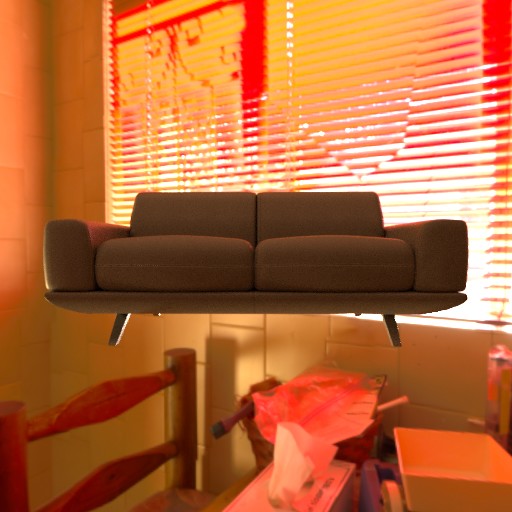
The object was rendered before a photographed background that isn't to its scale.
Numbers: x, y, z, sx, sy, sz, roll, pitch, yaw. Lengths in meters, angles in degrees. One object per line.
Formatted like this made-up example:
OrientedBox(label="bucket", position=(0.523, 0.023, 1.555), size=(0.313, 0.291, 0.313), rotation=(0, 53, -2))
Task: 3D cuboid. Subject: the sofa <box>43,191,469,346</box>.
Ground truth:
OrientedBox(label="sofa", position=(0.000, 0.000, 2.377), size=(1.901, 0.772, 0.900), rotation=(0, 1, 1))
